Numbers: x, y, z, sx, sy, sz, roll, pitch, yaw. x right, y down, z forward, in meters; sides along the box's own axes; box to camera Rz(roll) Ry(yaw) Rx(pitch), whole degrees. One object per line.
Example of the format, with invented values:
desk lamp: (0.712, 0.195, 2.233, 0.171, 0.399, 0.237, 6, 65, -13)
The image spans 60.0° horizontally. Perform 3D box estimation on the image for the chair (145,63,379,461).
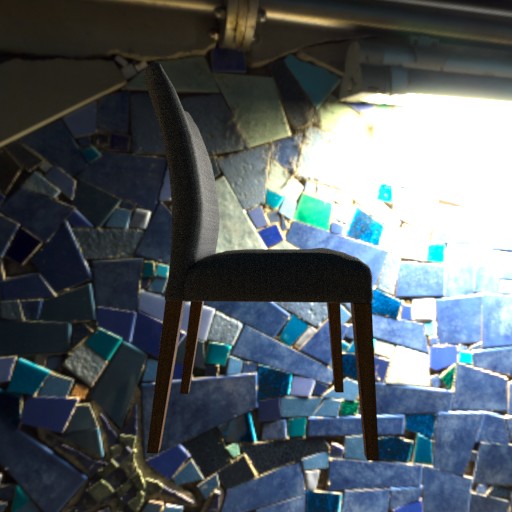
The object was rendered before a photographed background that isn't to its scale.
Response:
chair: (0.000, 0.000, 1.274, 0.585, 0.940, 0.496, 0, 2, 1)
